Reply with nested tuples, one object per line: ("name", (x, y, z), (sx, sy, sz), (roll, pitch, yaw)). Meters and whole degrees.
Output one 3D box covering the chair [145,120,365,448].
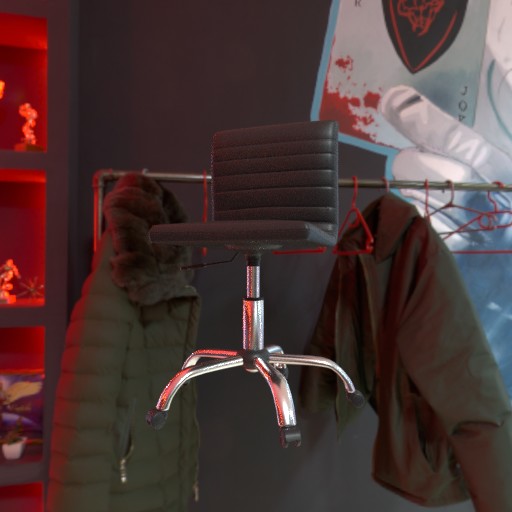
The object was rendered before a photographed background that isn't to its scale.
("chair", (0.000, 0.000, 1.185), (0.556, 0.780, 0.530), (0, 0, 20))
